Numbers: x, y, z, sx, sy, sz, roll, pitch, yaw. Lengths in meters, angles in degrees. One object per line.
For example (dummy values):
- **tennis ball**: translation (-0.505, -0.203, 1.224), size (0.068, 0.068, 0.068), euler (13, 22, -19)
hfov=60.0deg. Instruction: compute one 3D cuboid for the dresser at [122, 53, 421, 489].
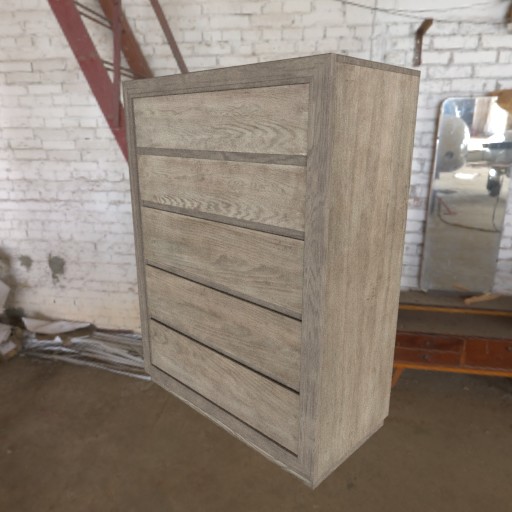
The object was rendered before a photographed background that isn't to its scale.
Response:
- **dresser**: translation (0.000, 0.000, 1.718), size (0.967, 1.295, 0.483), euler (15, 22, 42)
